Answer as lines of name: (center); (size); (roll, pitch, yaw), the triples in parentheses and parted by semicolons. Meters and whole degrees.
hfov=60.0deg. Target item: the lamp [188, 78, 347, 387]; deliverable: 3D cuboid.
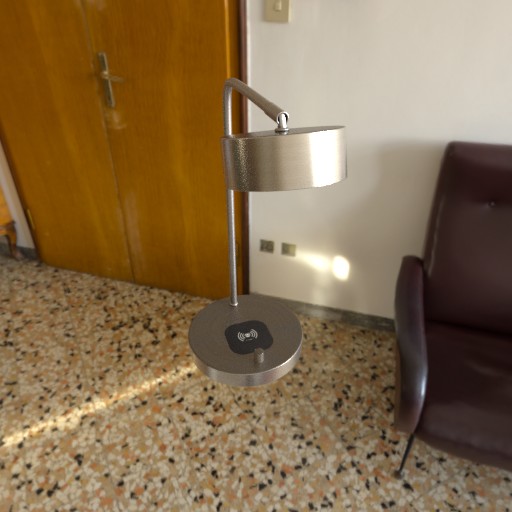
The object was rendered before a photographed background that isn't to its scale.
lamp: (0.000, 0.000, 0.658); (0.211, 0.469, 0.334); (-10, 35, -15)
